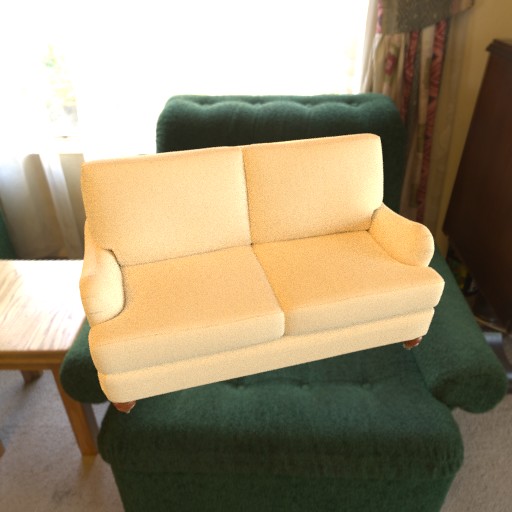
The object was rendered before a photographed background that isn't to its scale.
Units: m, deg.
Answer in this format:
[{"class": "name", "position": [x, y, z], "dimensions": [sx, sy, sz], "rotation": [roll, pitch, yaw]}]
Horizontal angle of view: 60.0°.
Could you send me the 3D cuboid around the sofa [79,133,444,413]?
[{"class": "sofa", "position": [0.000, 0.000, 2.538], "dimensions": [1.853, 1.101, 1.084], "rotation": [-9, 34, -13]}]
